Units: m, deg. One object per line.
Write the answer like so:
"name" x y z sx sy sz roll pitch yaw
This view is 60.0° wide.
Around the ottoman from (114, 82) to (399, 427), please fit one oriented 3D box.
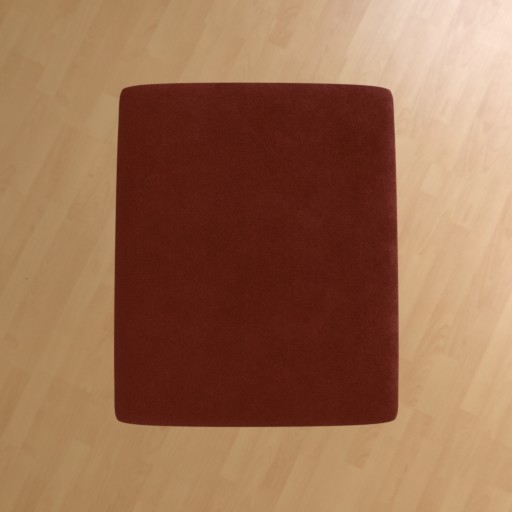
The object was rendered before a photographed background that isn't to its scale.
"ottoman" 0.000 0.000 1.191 0.650 0.462 0.782 0 87 -1
